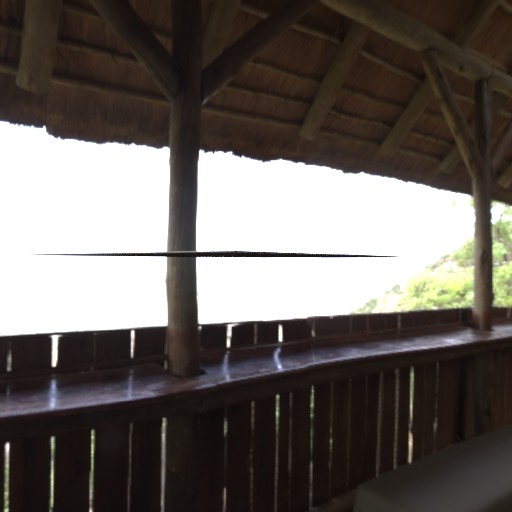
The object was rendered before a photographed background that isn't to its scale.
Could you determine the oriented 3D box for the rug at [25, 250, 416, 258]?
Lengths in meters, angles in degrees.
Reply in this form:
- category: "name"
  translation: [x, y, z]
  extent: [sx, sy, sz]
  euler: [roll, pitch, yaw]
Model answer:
- category: "rug"
  translation: [0.000, 0.000, 3.086]
  extent: [1.523, 0.008, 2.438]
  euler: [-1, -1, 35]
